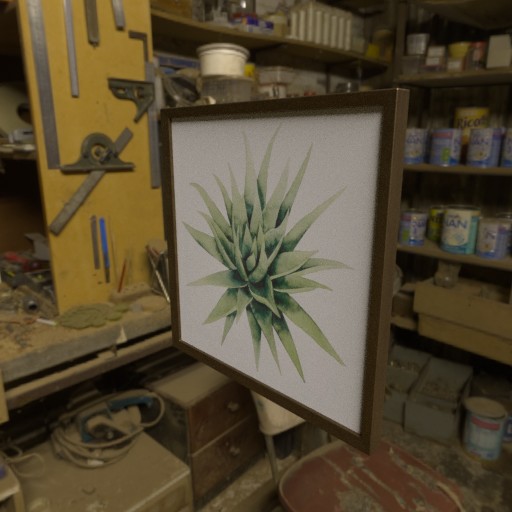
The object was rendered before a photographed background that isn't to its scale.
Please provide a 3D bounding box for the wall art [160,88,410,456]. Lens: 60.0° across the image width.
[{"bbox_3d":[0.000,0.000,0.766,0.030,0.506,0.503,-14,20,-43],"label":"wall art"}]
